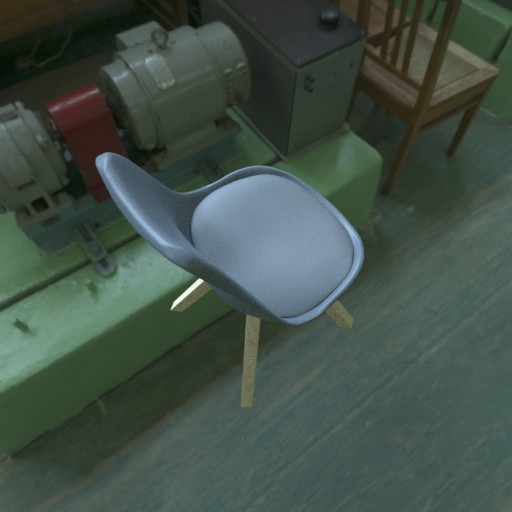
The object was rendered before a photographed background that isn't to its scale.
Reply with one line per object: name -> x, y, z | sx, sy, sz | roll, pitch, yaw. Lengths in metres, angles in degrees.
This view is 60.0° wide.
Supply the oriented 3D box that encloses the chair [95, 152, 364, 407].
chair -> 0.000, 0.000, 1.176 | 0.550, 0.850, 0.485 | -33, 65, -18
